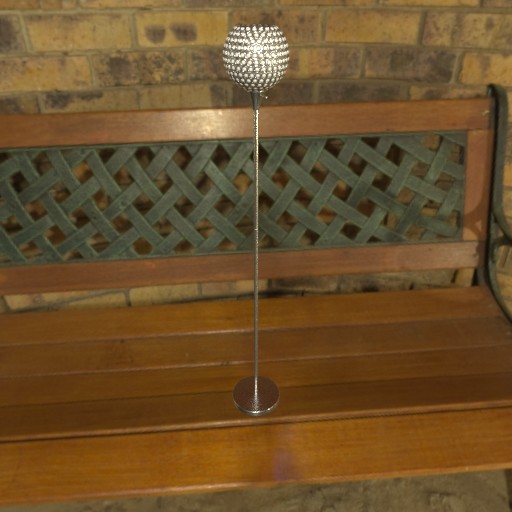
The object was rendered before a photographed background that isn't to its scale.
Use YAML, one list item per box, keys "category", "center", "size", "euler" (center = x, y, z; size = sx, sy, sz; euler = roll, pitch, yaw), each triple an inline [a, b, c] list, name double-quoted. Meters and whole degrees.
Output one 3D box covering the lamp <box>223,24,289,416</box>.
- category: "lamp"
  center: [0.000, 0.000, 1.949]
  size: [0.254, 1.805, 0.254]
  euler: [0, 32, 0]
